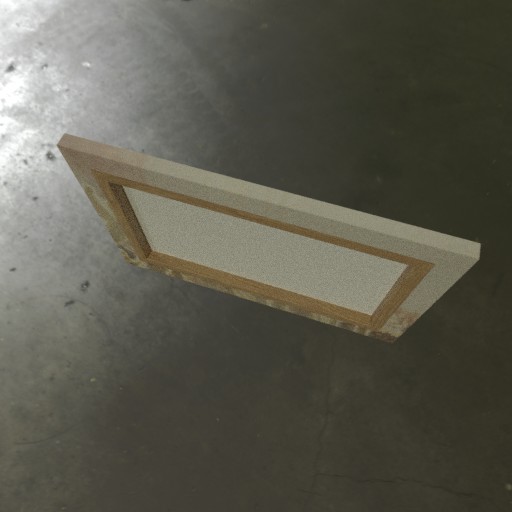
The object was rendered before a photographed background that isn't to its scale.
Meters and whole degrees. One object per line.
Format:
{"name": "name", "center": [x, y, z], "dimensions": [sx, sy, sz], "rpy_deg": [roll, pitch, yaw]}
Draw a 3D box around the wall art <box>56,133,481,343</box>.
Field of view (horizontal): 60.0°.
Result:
{"name": "wall art", "center": [0.000, 0.000, 1.196], "dimensions": [0.916, 0.608, 0.040], "rpy_deg": [16, 65, 8]}
